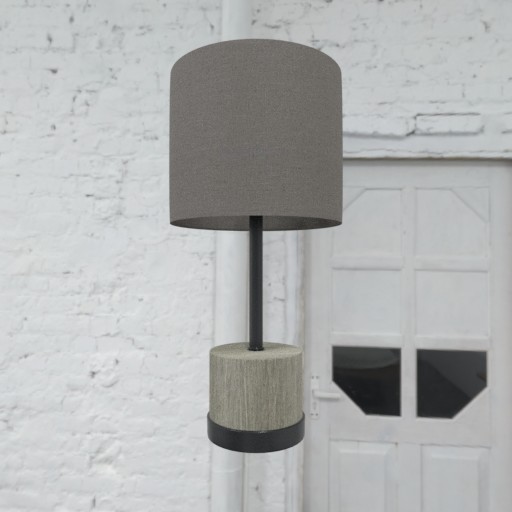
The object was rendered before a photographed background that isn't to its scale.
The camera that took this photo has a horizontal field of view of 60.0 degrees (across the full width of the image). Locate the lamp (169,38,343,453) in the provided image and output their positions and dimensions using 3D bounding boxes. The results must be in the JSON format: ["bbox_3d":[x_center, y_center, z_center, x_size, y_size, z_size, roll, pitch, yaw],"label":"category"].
[{"bbox_3d":[0.000,0.000,0.592,0.229,0.470,0.229,0,-1,-17],"label":"lamp"}]
